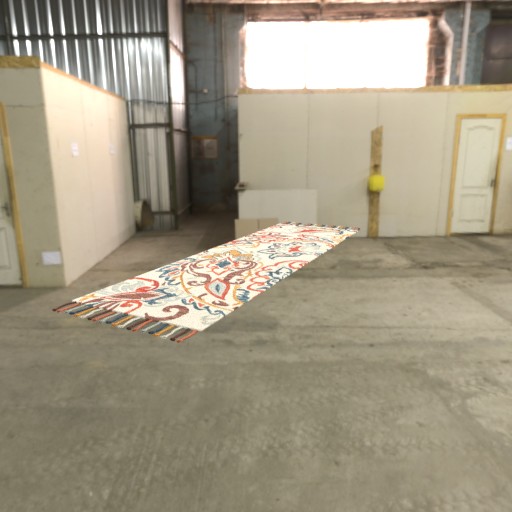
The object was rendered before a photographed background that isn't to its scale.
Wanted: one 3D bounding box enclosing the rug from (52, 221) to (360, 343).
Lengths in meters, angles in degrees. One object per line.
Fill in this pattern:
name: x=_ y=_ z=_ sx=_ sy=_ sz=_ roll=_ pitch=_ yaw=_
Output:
rug: x=0.000 y=0.000 z=3.037 sx=0.763 sy=0.015 sz=2.682 roll=7 pitch=16 yaw=27
